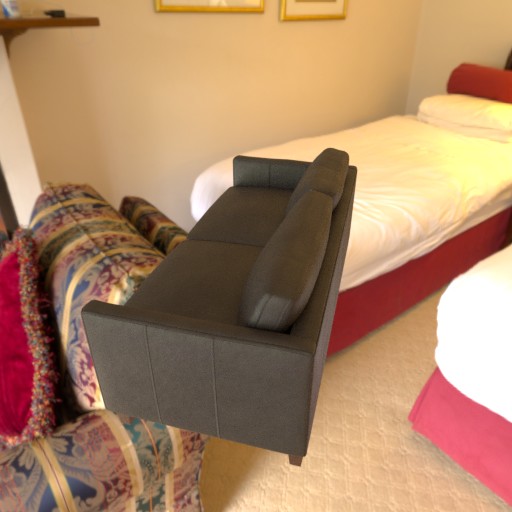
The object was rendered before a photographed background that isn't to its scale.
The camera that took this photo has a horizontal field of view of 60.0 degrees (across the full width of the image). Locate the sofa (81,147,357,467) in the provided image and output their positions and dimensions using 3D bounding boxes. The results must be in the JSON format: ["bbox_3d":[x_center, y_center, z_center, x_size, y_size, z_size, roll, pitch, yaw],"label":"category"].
[{"bbox_3d":[0.000,0.000,2.486,0.933,0.863,1.971,8,31,13],"label":"sofa"}]
